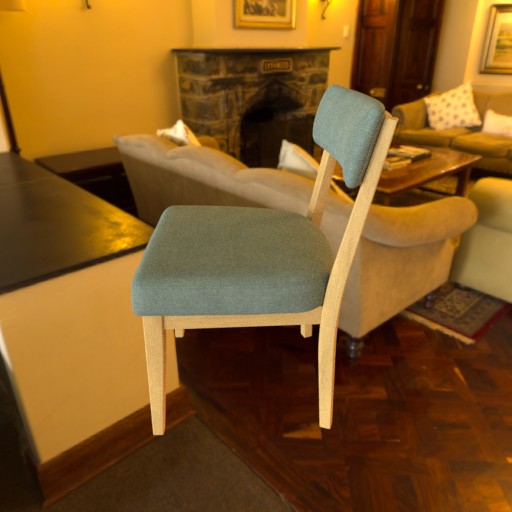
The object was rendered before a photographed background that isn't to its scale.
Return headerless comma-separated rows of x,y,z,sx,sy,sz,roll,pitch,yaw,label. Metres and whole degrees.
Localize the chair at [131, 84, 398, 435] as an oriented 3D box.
0.000,0.000,1.197,0.572,0.832,0.508,-1,26,-1,chair
